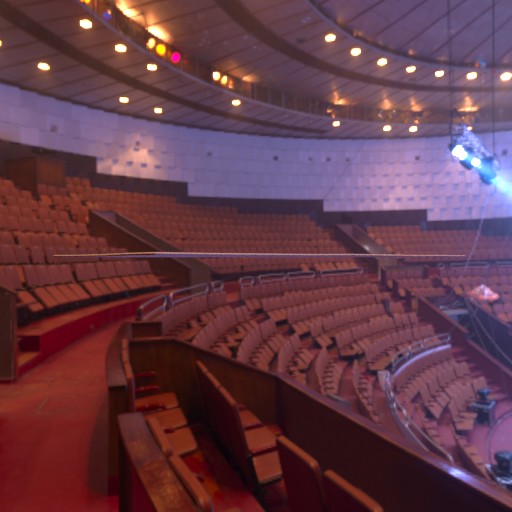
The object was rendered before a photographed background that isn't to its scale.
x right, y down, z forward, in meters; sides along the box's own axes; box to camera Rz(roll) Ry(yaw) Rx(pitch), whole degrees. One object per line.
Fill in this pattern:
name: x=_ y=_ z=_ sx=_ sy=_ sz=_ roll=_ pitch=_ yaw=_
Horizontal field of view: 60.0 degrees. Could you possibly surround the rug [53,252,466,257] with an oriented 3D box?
rug: x=0.000 y=0.000 z=4.163 sx=3.055 sy=0.021 sz=2.410 roll=0 pitch=0 yaw=-36
